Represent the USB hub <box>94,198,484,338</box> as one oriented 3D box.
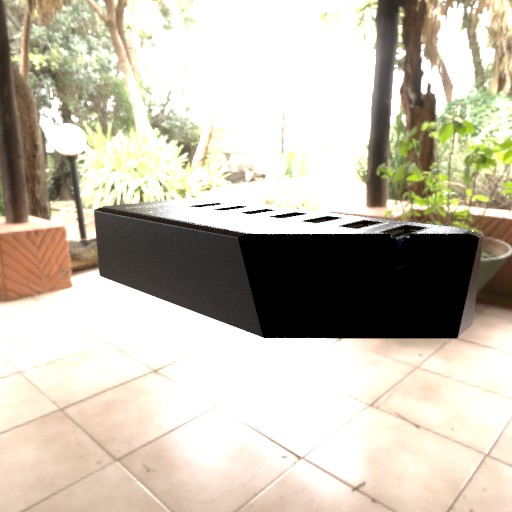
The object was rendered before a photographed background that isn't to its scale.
[{"bbox_3d":[0.000,0.000,0.128,0.110,0.023,0.044,12,18,41],"label":"USB hub"}]
